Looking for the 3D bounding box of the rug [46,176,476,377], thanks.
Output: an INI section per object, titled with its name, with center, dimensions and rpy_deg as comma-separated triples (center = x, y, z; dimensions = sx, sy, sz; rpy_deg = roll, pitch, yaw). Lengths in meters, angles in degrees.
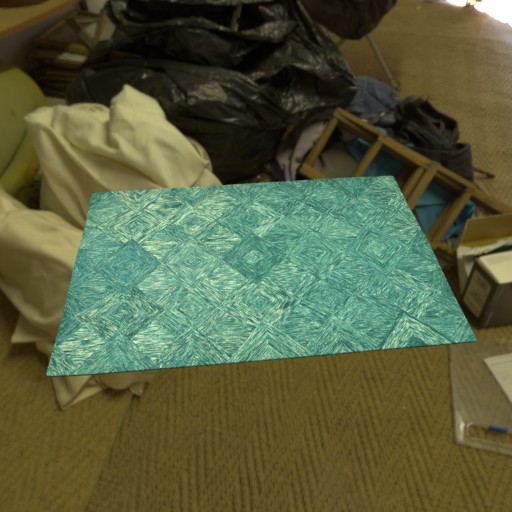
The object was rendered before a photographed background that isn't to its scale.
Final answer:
[rug]
center = 0.000, 0.000, 2.142
dimensions = 1.728, 0.017, 1.136
rpy_deg = -4, 47, -4
